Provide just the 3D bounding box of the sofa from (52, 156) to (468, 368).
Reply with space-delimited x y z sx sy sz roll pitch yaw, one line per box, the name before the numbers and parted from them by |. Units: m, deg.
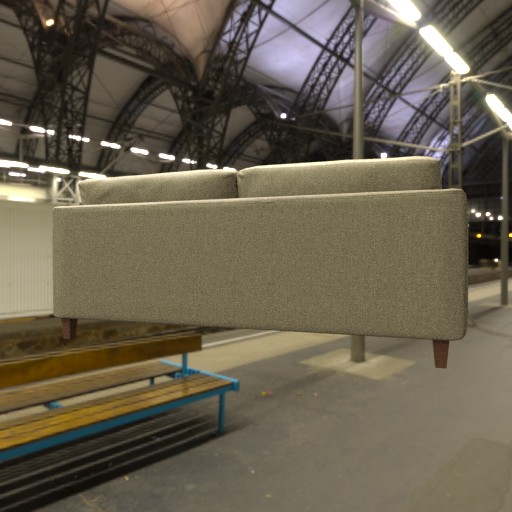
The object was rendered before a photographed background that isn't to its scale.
sofa | 0.000 0.000 2.641 2.208 0.960 0.956 0 0 19
